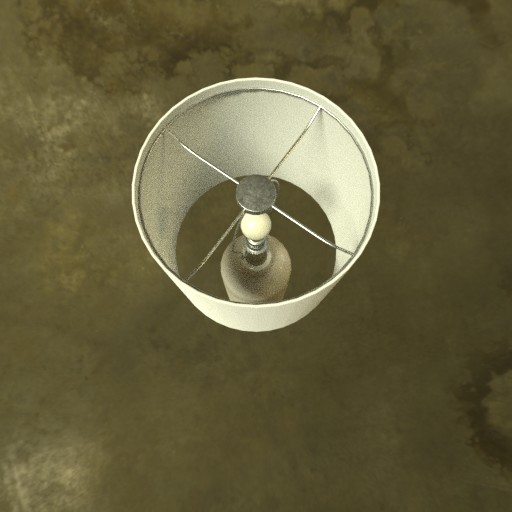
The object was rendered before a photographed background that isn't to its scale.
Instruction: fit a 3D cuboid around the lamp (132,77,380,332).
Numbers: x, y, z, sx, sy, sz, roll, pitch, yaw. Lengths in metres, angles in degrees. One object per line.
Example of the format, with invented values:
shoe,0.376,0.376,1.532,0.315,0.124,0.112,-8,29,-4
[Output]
lamp,0.000,0.000,0.591,0.207,0.461,0.207,35,78,9
